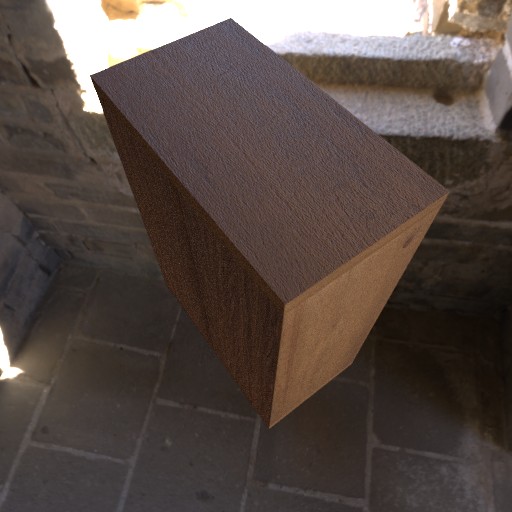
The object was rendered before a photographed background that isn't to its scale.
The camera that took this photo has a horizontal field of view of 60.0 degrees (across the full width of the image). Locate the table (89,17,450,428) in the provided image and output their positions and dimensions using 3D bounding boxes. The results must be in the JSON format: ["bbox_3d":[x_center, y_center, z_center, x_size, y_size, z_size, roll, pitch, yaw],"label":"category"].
[{"bbox_3d":[0.000,0.000,1.708,0.524,1.294,0.901,-32,63,-18],"label":"table"}]
